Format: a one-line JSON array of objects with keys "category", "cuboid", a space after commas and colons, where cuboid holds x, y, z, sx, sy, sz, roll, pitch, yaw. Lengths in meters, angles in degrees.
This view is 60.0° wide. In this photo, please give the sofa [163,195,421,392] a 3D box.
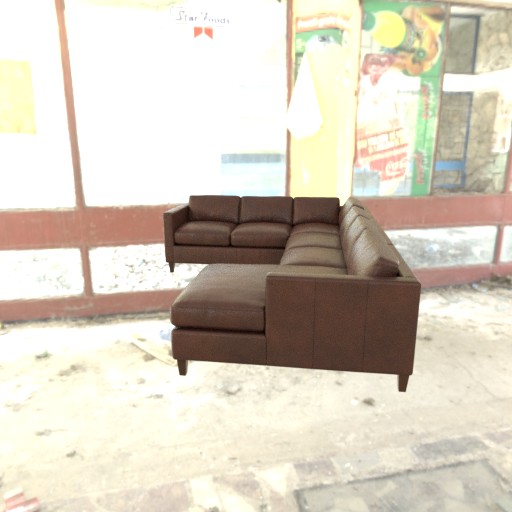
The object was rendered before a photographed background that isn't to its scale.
[{"category": "sofa", "cuboid": [0.000, 0.000, 4.434, 2.452, 0.891, 3.324, 2, 14, 8]}]
